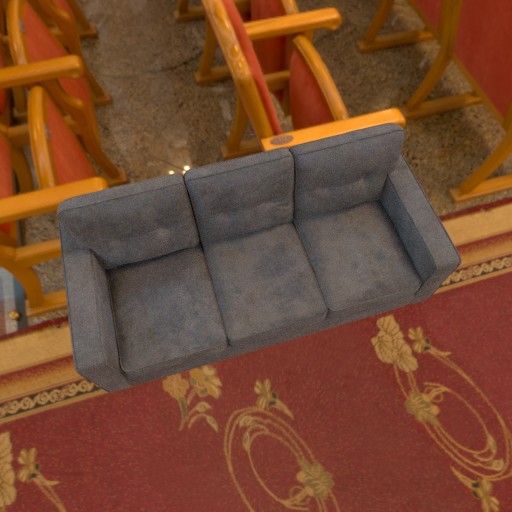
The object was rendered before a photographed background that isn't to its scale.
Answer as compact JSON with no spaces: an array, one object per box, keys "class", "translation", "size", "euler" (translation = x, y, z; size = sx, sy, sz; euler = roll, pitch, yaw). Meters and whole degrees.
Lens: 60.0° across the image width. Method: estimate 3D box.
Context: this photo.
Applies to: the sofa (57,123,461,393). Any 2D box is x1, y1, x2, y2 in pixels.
[{"class":"sofa","translation":[0.000,0.000,2.642],"size":[2.133,0.965,0.939],"euler":[-15,64,-7]}]
